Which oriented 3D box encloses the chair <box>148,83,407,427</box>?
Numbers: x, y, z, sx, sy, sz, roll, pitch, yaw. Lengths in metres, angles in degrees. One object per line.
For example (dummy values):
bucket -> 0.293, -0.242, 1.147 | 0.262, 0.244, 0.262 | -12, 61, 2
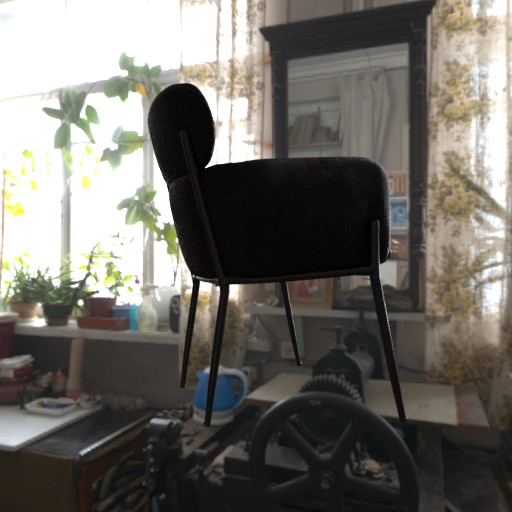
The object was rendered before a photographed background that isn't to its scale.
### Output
chair -> 0.000, 0.000, 1.282 | 0.604, 0.818, 0.640 | 0, 0, -20
